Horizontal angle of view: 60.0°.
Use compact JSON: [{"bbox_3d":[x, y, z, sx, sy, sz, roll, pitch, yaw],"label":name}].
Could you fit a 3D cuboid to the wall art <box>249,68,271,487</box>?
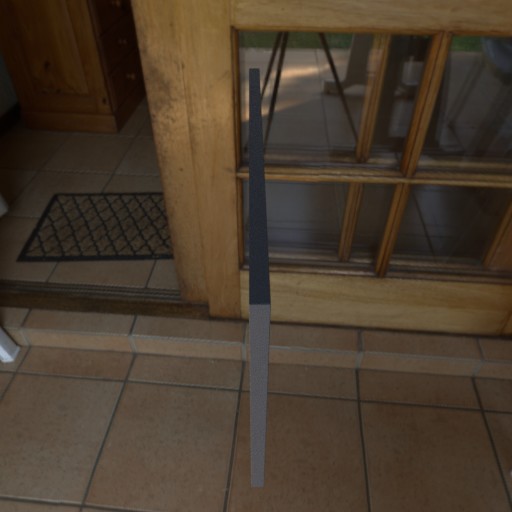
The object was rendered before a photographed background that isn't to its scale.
[{"bbox_3d":[0.000,0.000,0.553,0.016,0.306,0.432,0,42,0],"label":"wall art"}]
